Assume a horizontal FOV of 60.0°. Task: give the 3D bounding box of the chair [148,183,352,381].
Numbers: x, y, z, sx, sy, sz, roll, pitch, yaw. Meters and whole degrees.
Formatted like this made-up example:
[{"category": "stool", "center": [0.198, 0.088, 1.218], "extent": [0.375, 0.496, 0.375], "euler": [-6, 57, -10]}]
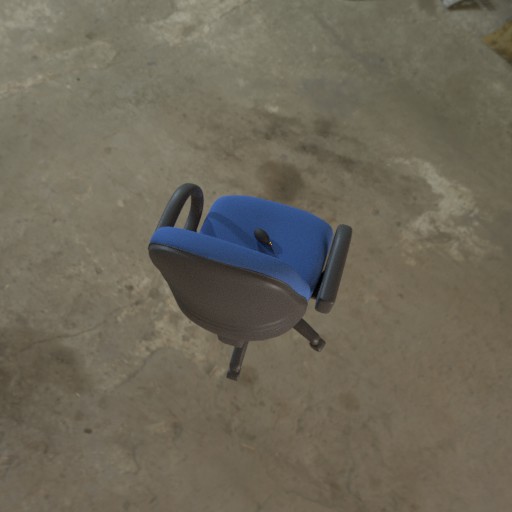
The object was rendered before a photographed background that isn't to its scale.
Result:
[{"category": "chair", "center": [0.000, 0.000, 1.243], "extent": [0.552, 0.905, 0.549], "euler": [16, 65, 8]}]
